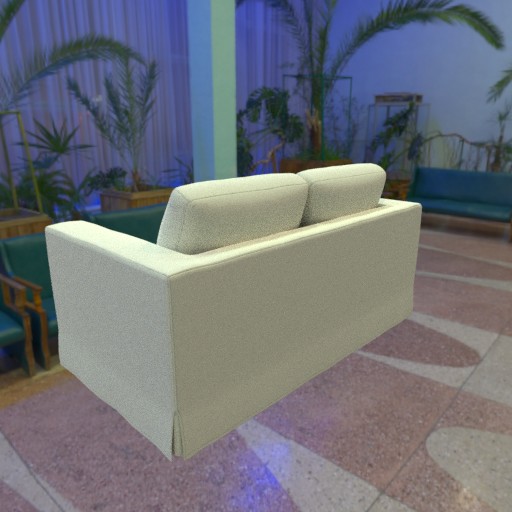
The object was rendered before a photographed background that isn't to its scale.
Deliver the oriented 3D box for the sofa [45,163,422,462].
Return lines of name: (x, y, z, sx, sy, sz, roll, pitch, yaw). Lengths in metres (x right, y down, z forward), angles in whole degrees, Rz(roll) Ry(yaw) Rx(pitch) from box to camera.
sofa: (0.000, 0.000, 2.367, 1.009, 0.932, 1.813, 16, 23, 42)
